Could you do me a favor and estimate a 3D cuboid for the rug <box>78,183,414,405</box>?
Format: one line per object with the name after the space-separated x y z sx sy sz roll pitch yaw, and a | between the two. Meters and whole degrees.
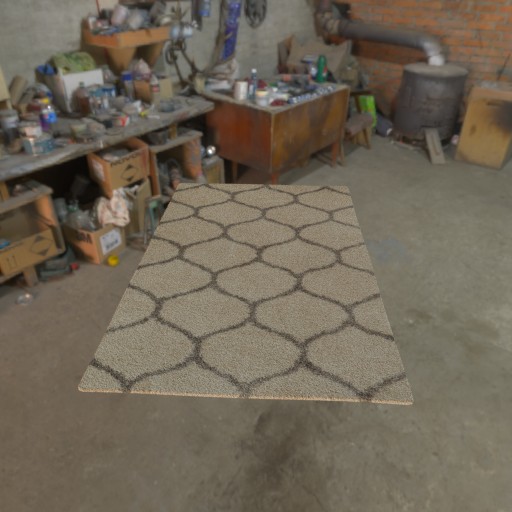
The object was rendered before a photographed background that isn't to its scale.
0.000 0.000 2.952 1.501 0.024 2.348 2 32 2 | rug
